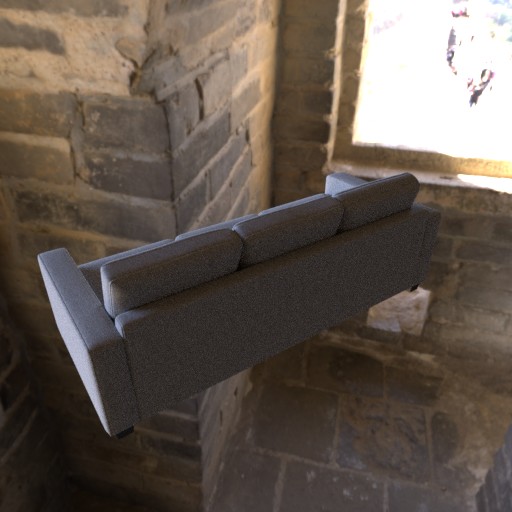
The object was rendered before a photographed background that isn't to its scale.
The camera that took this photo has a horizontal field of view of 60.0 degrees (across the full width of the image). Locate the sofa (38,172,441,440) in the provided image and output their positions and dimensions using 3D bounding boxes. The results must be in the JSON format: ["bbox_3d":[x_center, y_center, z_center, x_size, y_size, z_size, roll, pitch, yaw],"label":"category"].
[{"bbox_3d":[0.000,0.000,2.535,2.120,0.800,0.900,-19,36,-29],"label":"sofa"}]
